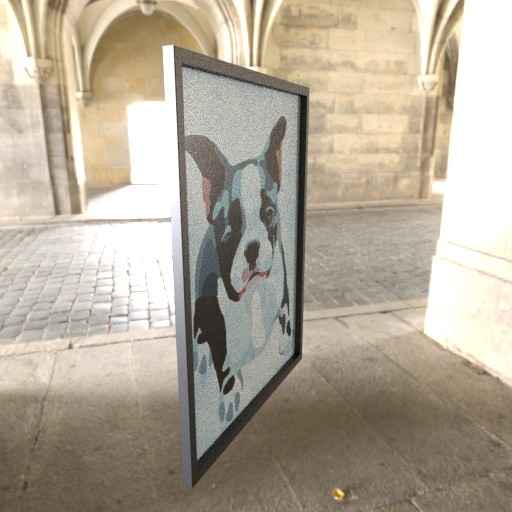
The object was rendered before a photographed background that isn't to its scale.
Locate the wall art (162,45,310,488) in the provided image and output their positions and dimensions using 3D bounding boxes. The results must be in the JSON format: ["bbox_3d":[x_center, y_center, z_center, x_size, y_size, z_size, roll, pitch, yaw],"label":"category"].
[{"bbox_3d":[0.000,0.000,1.331,0.030,1.027,0.774,7,16,26],"label":"wall art"}]
